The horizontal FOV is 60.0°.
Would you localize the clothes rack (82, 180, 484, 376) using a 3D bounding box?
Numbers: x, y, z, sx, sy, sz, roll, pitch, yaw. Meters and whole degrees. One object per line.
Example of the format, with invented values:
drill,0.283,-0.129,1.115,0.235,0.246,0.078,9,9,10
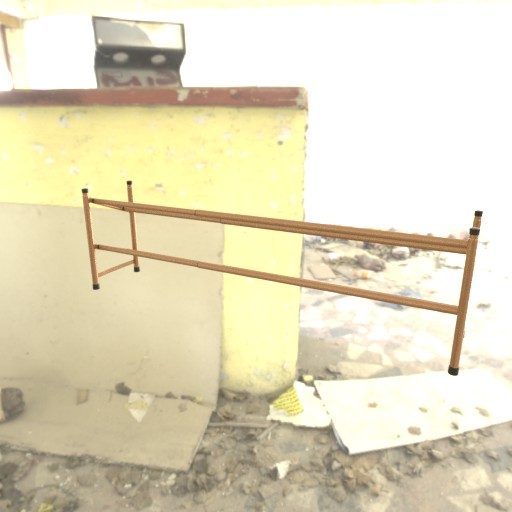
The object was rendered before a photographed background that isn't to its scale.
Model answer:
clothes rack,0.000,0.000,1.321,1.168,0.349,0.229,9,20,26
